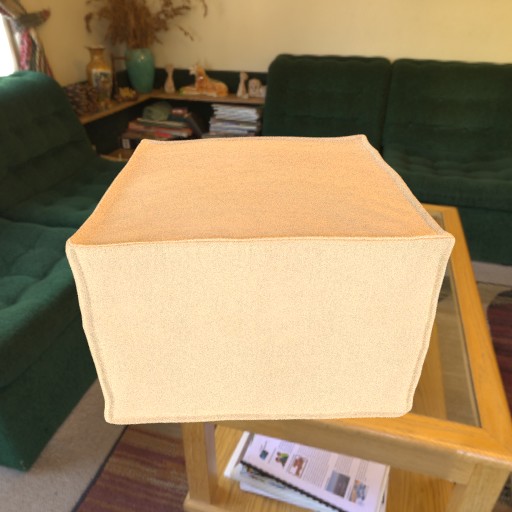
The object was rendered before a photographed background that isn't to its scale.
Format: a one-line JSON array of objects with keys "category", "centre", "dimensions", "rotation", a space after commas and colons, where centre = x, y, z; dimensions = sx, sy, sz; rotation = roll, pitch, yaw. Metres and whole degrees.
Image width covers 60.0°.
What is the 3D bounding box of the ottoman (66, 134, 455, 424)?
[{"category": "ottoman", "centre": [0.000, 0.000, 1.143], "dimensions": [0.707, 0.470, 0.696], "rotation": [-1, 31, -1]}]
